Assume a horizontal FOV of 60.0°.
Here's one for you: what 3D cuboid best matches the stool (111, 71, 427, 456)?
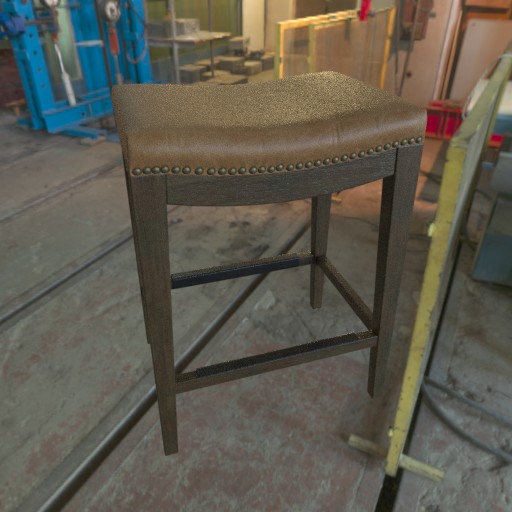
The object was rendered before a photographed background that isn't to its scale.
[{"bbox_3d":[0.000,0.000,0.931,0.500,0.660,0.361,-10,34,-15],"label":"stool"}]
